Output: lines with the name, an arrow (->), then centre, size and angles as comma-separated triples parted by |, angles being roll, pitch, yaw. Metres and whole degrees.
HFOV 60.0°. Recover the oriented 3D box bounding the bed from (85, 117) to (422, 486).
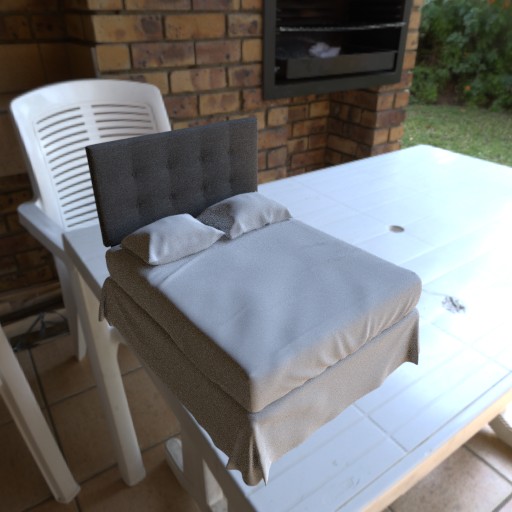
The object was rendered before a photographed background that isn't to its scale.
bed -> 0.000, 0.000, 3.434 | 1.936, 1.577, 2.222 | -22, 36, -34
